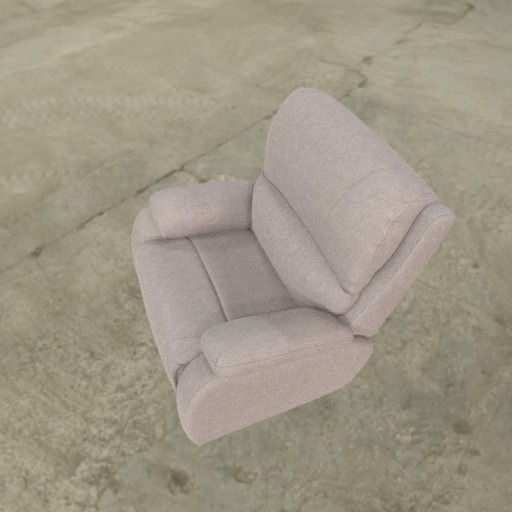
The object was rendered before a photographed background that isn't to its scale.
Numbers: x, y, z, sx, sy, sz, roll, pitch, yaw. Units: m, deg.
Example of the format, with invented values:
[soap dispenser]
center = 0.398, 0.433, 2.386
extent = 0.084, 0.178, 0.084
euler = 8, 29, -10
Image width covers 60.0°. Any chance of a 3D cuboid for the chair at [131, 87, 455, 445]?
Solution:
[chair]
center = 0.000, 0.000, 1.706
extent = 0.899, 1.011, 0.930
euler = -16, 48, -15
